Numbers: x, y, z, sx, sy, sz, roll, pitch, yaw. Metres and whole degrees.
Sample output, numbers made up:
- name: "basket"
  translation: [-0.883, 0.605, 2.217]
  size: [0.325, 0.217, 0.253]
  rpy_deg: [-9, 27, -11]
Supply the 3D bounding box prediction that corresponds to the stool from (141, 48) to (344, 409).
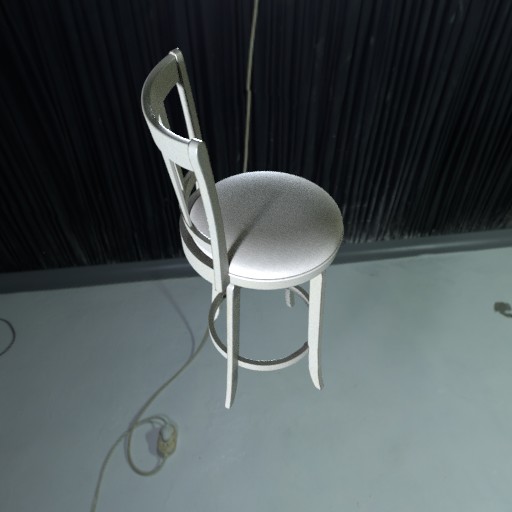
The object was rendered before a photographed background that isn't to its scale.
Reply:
- name: "stool"
  translation: [0.000, 0.000, 1.293]
  size: [0.475, 1.042, 0.436]
  rpy_deg: [-9, 47, -9]
